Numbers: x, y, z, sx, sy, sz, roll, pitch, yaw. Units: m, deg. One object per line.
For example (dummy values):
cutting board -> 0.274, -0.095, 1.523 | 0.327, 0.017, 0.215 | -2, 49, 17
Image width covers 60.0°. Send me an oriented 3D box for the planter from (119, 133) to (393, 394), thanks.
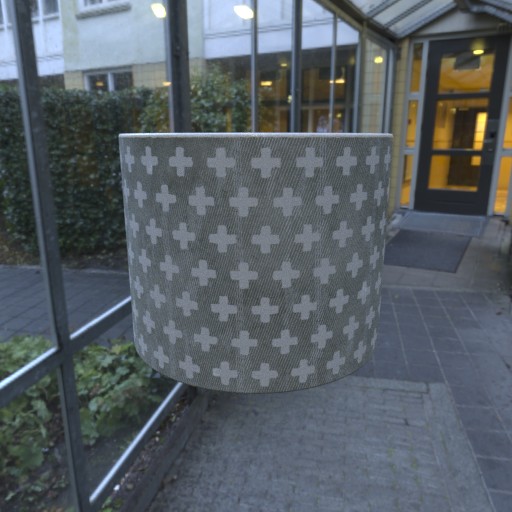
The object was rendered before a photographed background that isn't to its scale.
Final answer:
planter -> 0.000, 0.000, 0.451 | 0.250, 0.239, 0.250 | 0, 15, 0
